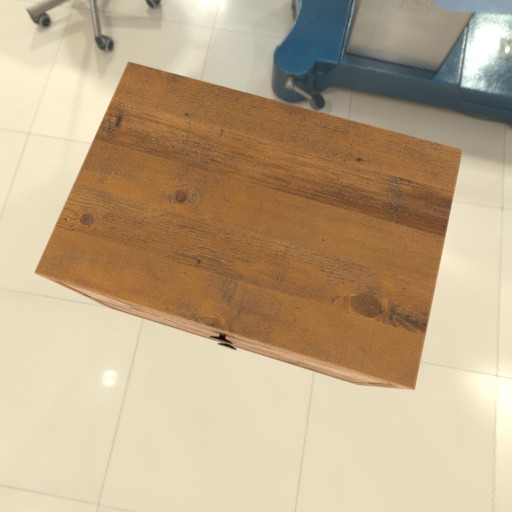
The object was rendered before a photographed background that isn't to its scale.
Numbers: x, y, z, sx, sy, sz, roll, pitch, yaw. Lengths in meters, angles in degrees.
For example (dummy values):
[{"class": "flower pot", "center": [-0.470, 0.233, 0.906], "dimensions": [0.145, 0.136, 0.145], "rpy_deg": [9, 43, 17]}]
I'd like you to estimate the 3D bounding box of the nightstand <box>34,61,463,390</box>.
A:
[{"class": "nightstand", "center": [0.000, 0.000, 1.061], "dimensions": [0.650, 0.599, 0.450], "rpy_deg": [16, 76, 4]}]
